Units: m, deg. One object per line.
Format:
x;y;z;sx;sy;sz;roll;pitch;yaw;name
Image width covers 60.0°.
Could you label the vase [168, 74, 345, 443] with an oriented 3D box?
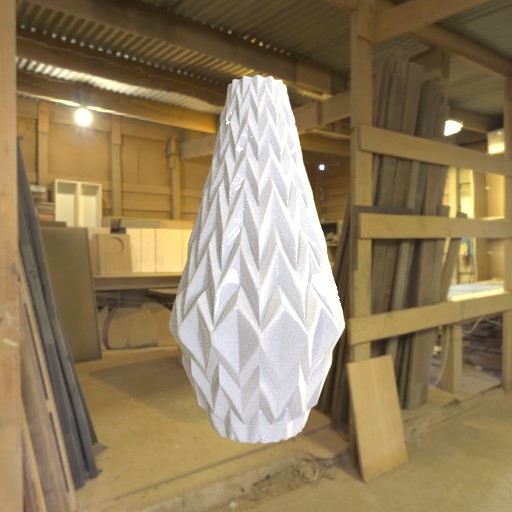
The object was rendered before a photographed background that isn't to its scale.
0.000;0.000;0.427;0.167;0.328;0.167;0;0;0;vase
